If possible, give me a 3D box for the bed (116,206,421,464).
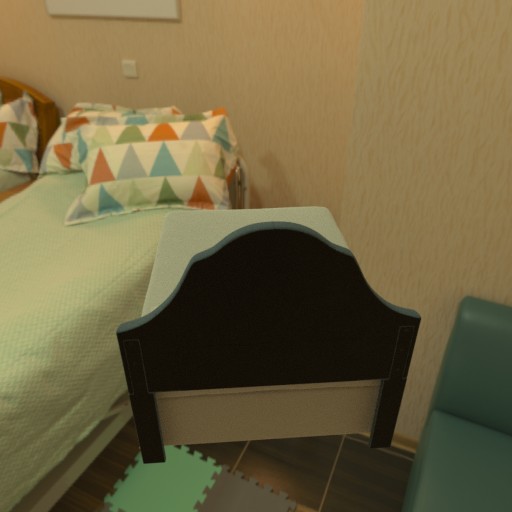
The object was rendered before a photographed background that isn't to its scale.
[{"bbox_3d":[0.000,0.000,3.237,1.636,1.575,2.155,-2,31,-4],"label":"bed"}]
